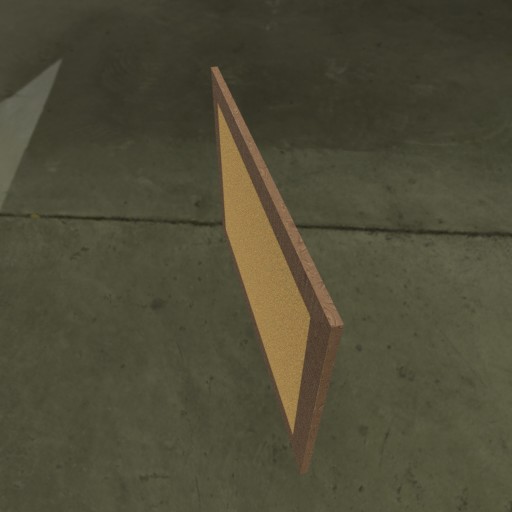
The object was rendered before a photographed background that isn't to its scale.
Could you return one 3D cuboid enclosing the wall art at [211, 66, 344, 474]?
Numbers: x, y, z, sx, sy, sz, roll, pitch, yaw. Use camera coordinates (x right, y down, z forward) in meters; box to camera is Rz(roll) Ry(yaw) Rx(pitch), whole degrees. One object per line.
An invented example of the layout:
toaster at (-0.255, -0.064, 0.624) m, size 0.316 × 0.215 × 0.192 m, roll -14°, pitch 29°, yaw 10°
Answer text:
wall art at (0.000, 0.000, 1.175) m, size 0.019 × 0.626 × 0.917 m, roll -11°, pitch 47°, yaw -10°
